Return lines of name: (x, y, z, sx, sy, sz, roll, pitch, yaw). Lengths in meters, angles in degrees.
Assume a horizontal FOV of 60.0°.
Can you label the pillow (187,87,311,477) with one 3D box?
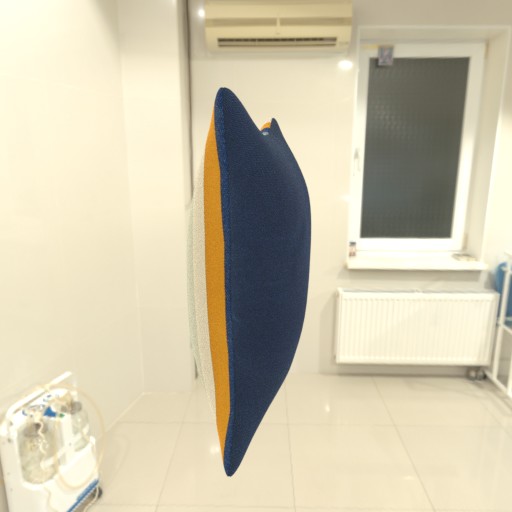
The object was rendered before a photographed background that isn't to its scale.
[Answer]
pillow: (0.000, 0.000, 0.711, 0.173, 0.454, 0.463, 2, 14, 8)
